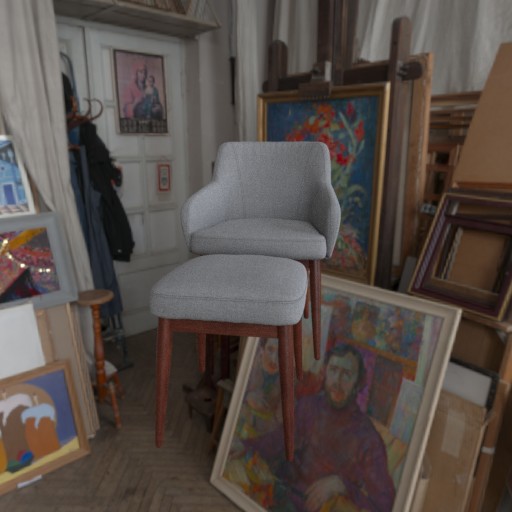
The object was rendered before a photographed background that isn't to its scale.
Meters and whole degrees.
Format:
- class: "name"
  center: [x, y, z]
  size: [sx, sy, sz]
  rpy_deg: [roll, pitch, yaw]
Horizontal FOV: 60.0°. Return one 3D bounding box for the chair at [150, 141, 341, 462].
- class: "chair"
  center: [0.000, 0.000, 1.582]
  size: [0.584, 0.799, 1.107]
  rpy_deg: [2, 14, 9]
